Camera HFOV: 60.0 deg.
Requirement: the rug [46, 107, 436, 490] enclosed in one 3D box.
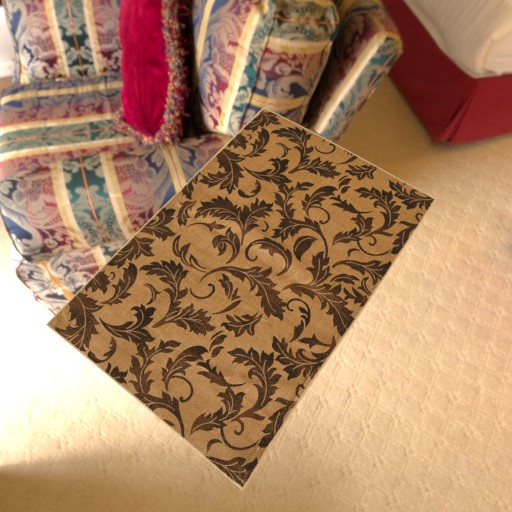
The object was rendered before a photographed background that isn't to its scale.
[{"bbox_3d":[0.000,0.000,2.923,1.522,0.008,2.284,33,67,16],"label":"rug"}]
